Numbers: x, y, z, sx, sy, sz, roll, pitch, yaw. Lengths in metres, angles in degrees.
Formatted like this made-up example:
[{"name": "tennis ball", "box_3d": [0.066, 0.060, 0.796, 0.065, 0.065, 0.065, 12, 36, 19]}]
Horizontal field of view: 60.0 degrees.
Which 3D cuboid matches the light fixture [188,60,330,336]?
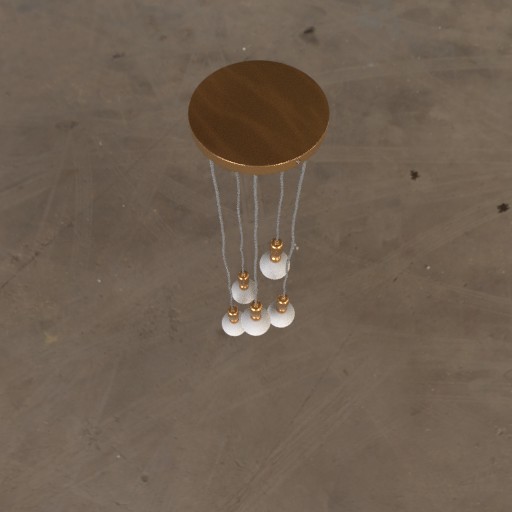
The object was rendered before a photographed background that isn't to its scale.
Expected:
[{"name": "light fixture", "box_3d": [0.000, 0.000, 0.506, 0.108, 0.457, 0.105, -30, 67, -14]}]
